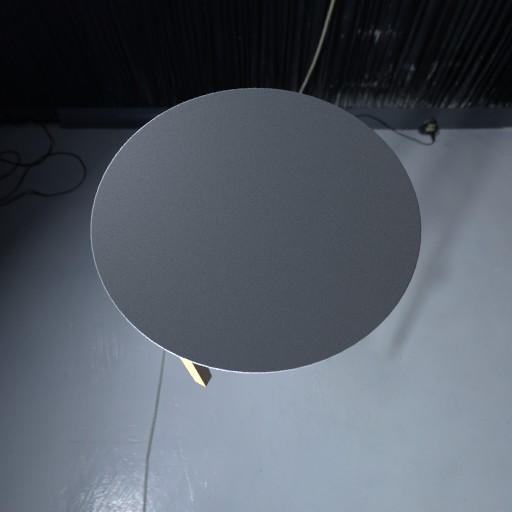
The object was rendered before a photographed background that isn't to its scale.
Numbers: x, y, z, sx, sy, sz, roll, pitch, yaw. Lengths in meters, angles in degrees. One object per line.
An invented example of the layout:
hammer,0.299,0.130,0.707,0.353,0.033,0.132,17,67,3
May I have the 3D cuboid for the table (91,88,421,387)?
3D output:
table,0.000,0.000,0.996,0.600,0.405,0.600,0,64,0
